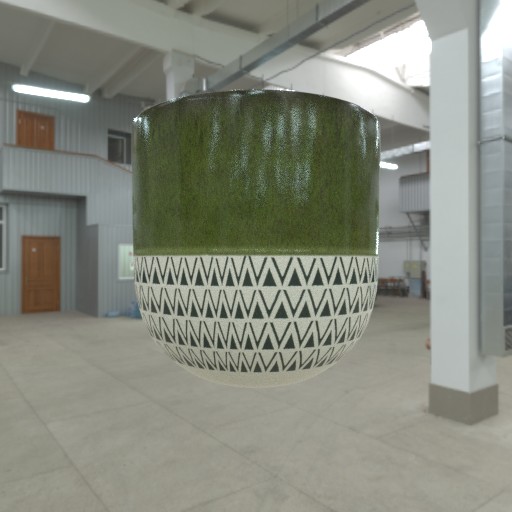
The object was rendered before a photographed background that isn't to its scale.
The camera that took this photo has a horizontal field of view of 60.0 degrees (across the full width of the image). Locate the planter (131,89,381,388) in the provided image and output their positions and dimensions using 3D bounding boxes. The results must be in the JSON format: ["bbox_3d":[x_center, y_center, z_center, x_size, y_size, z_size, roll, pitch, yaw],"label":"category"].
[{"bbox_3d":[0.000,0.000,0.491,0.266,0.270,0.266,0,0,0],"label":"planter"}]
